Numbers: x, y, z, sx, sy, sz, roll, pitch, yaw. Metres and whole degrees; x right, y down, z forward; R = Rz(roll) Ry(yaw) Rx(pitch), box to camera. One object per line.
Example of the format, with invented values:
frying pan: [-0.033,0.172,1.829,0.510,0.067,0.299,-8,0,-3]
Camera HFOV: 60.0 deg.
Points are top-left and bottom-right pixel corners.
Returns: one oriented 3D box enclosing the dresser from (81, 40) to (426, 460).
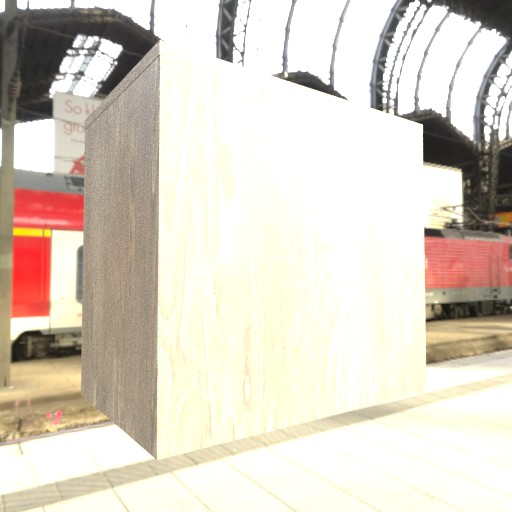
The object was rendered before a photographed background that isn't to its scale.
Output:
dresser: [0.000,0.000,1.252,0.809,0.762,0.529,2,-3,-35]
